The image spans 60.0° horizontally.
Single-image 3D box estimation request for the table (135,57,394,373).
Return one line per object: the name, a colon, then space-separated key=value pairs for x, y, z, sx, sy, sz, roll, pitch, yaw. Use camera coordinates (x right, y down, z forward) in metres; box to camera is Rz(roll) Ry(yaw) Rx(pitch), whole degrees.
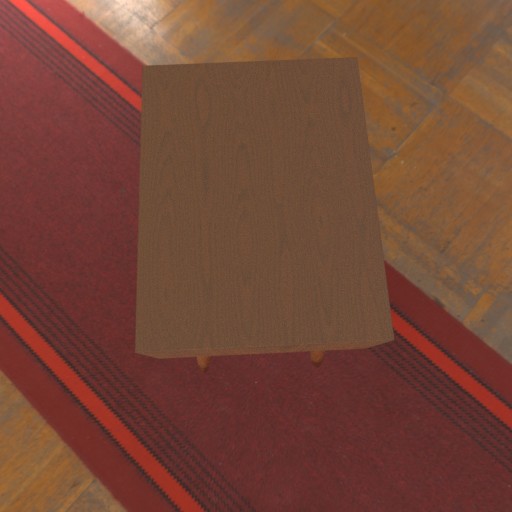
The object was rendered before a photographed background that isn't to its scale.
table: x=0.000 y=0.000 z=0.841 sx=0.300 sy=0.599 sz=0.406 roll=-3 pitch=74 yaw=-1
